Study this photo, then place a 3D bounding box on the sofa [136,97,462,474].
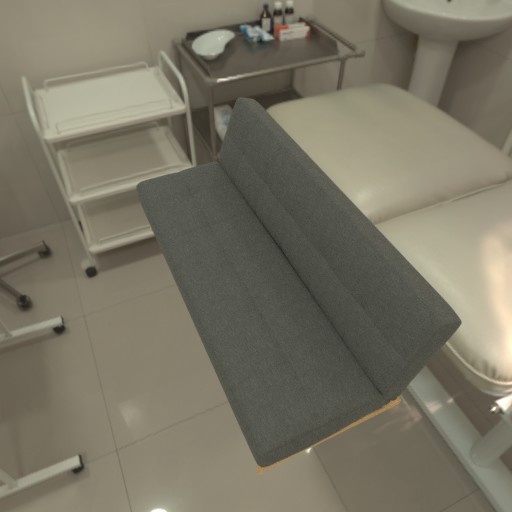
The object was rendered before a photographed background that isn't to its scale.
[{"bbox_3d":[0.000,0.000,2.266,0.820,0.770,1.820,-19,50,-17],"label":"sofa"}]
